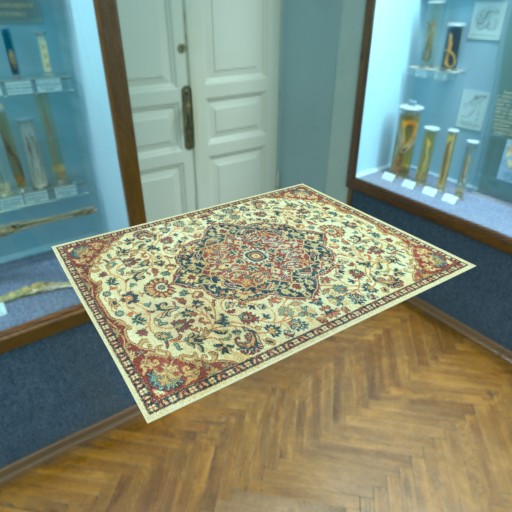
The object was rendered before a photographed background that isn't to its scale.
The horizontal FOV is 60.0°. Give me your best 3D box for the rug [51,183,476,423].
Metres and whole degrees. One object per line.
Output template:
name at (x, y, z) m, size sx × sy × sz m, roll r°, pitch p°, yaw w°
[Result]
rug at (0.000, 0.000, 4.078) m, size 3.067 × 0.005 × 2.454 m, roll -18°, pitch 35°, yaw -29°
